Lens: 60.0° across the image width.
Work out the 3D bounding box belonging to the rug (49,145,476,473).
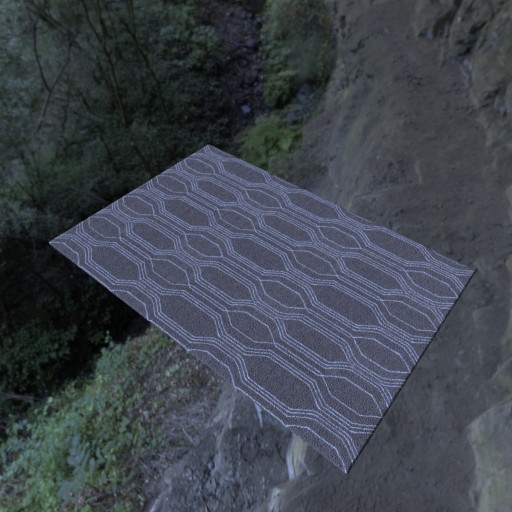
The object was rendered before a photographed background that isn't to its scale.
[{"bbox_3d":[0.000,0.000,2.284,1.836,0.012,1.239,30,53,26],"label":"rug"}]
